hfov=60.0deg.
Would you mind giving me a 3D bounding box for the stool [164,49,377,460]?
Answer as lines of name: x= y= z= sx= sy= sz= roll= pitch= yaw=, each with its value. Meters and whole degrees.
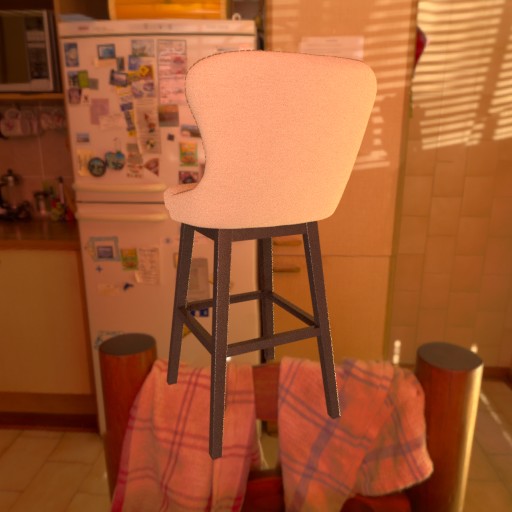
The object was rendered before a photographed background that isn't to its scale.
stool: x=0.000 y=0.000 z=1.364 sx=0.528 sy=1.066 sz=0.605 roll=-7 pitch=17 yaw=-26
